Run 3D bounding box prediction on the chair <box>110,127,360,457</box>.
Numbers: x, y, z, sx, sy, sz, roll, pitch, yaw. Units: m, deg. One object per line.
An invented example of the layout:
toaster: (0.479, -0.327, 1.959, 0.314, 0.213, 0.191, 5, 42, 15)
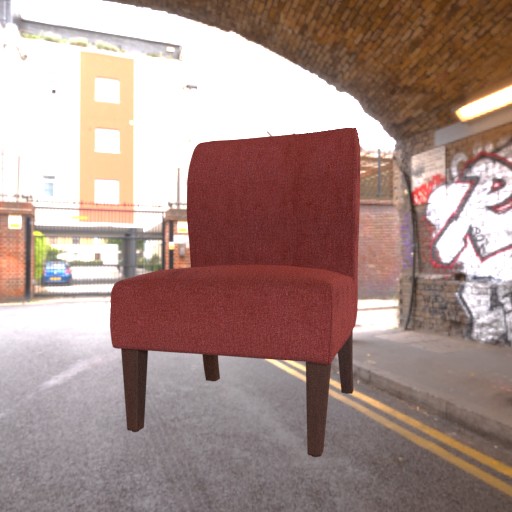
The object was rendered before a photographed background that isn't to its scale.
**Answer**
chair: (0.000, 0.000, 1.259, 0.538, 0.846, 0.640, 0, -1, 19)
